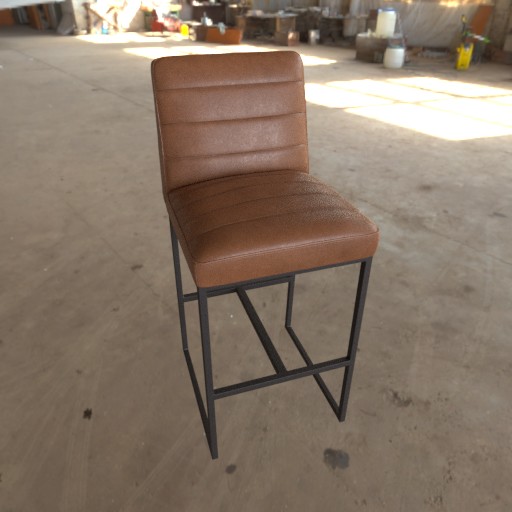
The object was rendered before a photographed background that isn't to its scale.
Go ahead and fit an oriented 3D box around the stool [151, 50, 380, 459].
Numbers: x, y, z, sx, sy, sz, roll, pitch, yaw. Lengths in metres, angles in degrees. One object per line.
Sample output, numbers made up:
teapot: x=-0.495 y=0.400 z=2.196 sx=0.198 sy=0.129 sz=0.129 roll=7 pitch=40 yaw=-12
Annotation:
stool: x=0.000 y=0.000 z=1.301 sx=0.458 sy=1.040 sz=0.556 roll=-10 pitch=33 yaw=-15
